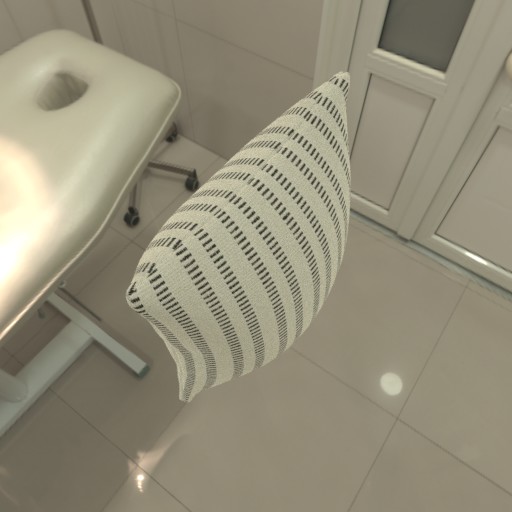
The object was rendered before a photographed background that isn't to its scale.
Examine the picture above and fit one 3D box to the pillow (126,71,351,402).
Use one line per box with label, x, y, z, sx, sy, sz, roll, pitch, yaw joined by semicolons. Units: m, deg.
pillow;0.000;0.000;0.700;0.247;0.419;0.438;31;63;18
